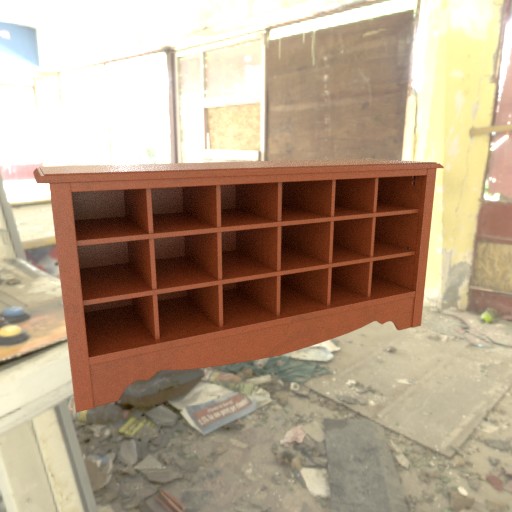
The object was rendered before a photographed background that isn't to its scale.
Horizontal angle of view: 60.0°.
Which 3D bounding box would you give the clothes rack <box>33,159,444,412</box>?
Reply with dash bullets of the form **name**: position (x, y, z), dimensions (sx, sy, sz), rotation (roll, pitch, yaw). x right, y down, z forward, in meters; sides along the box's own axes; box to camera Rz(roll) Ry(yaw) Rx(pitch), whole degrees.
- **clothes rack**: position (0.000, 0.000, 1.462), dimensions (1.251, 0.594, 0.362), rotation (-7, 16, -26)
